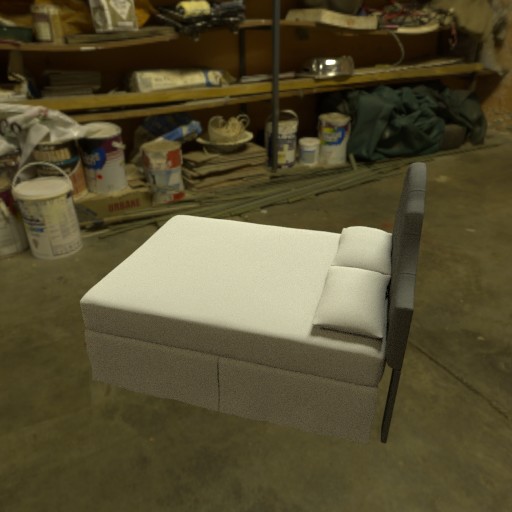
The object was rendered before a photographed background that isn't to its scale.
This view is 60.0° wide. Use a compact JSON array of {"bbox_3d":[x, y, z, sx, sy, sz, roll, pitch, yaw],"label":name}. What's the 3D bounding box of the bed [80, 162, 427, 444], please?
[{"bbox_3d":[0.000,0.000,3.325,2.155,1.575,1.636,8,30,14],"label":"bed"}]
